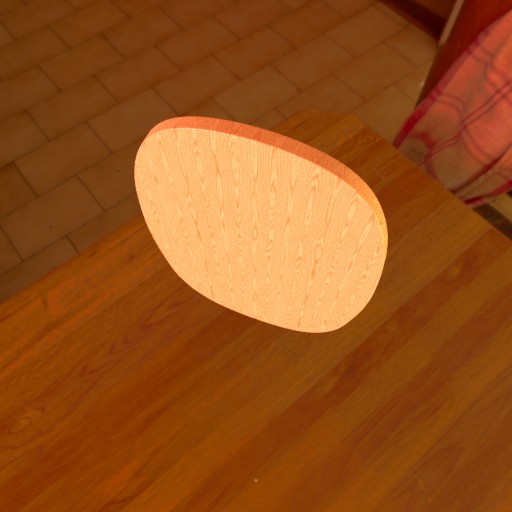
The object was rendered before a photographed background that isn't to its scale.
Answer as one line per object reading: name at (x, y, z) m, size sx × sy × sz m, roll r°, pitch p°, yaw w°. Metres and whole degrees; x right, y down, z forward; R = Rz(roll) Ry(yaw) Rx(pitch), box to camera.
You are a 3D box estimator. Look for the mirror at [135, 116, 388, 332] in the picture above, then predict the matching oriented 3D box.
mirror at (0.000, 0.000, 1.360) m, size 0.724 × 1.075 × 0.037 m, roll 18°, pitch 65°, yaw 9°
